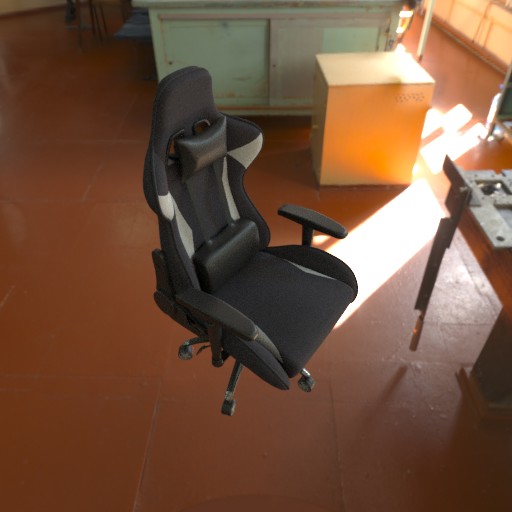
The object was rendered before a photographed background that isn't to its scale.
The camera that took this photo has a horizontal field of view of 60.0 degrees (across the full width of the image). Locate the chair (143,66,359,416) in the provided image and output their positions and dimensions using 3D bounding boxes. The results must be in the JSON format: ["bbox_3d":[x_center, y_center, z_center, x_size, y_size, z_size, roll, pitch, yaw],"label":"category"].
[{"bbox_3d":[0.000,0.000,1.729,0.695,1.300,0.730,24,46,26],"label":"chair"}]
